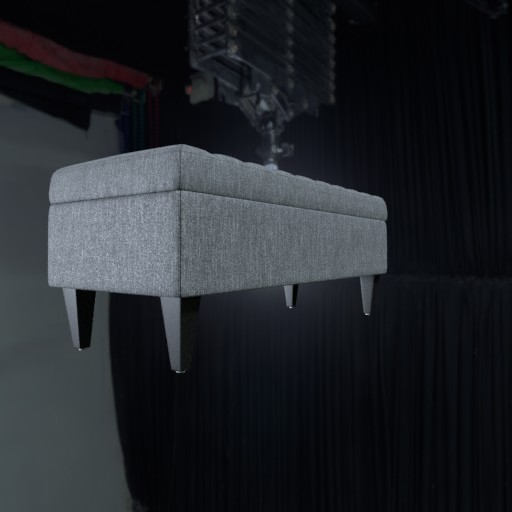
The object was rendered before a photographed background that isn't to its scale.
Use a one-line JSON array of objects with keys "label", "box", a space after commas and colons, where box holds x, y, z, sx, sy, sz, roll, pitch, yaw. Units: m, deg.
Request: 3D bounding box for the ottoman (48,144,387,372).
[{"label": "ottoman", "box": [0.000, 0.000, 1.440, 0.482, 0.469, 1.151, 1, 1, 36]}]
